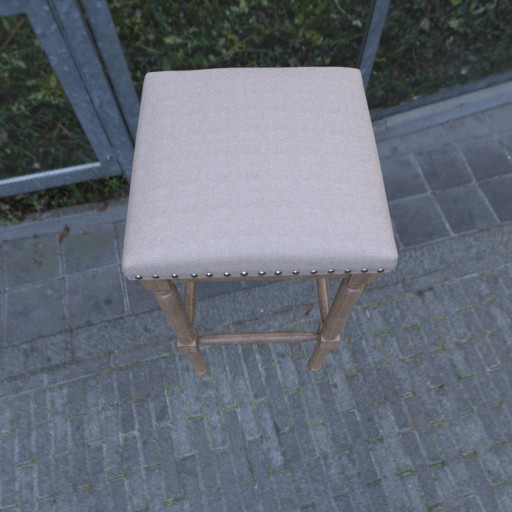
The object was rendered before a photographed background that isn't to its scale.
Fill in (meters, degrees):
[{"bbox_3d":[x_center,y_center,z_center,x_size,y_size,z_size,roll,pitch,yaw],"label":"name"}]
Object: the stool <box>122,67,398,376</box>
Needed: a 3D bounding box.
[{"bbox_3d":[0.000,0.000,0.981,0.382,0.768,0.383,-2,62,-1],"label":"stool"}]
